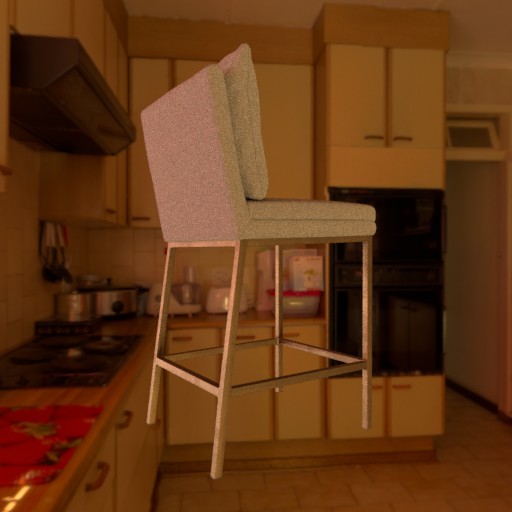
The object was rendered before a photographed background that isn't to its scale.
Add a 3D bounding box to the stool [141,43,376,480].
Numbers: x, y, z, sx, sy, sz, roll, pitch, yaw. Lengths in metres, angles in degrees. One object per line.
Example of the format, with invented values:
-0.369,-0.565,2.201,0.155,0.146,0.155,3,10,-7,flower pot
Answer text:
0.000,0.000,1.348,0.569,1.031,0.463,-1,1,-35,stool
